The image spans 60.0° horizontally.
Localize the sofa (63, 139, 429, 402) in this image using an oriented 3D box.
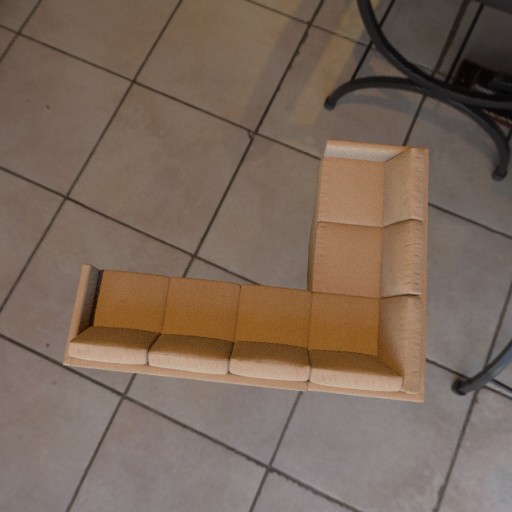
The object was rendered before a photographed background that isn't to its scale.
[{"bbox_3d":[0.000,0.000,4.366,3.182,0.871,2.432,6,77,1],"label":"sofa"}]
